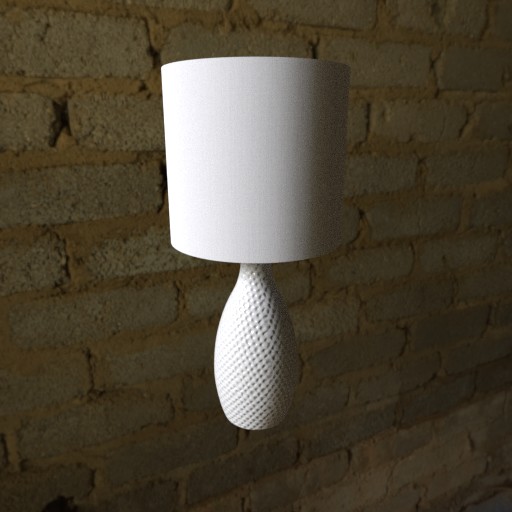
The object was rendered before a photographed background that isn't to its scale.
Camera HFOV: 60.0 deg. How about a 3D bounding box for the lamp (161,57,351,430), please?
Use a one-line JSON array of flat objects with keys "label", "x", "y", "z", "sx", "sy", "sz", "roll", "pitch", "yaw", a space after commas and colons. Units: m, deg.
[{"label": "lamp", "x": 0.000, "y": 0.000, "z": 0.577, "sx": 0.214, "sy": 0.466, "sz": 0.214, "roll": 8, "pitch": 18, "yaw": 25}]
